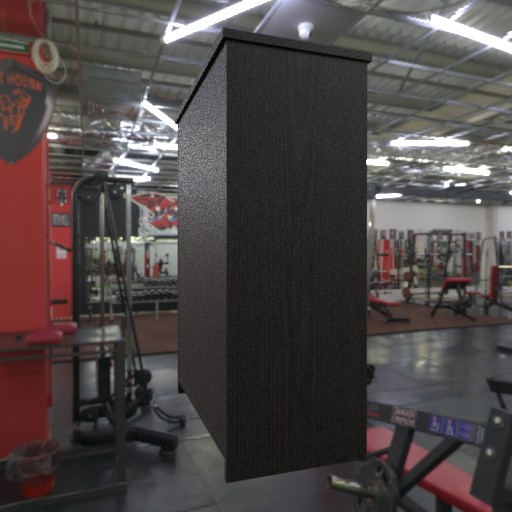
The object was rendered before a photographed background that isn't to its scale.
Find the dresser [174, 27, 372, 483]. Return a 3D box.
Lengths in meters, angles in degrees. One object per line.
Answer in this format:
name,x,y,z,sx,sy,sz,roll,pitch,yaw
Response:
dresser,0.000,0.000,1.384,0.399,1.020,0.704,0,0,-19
